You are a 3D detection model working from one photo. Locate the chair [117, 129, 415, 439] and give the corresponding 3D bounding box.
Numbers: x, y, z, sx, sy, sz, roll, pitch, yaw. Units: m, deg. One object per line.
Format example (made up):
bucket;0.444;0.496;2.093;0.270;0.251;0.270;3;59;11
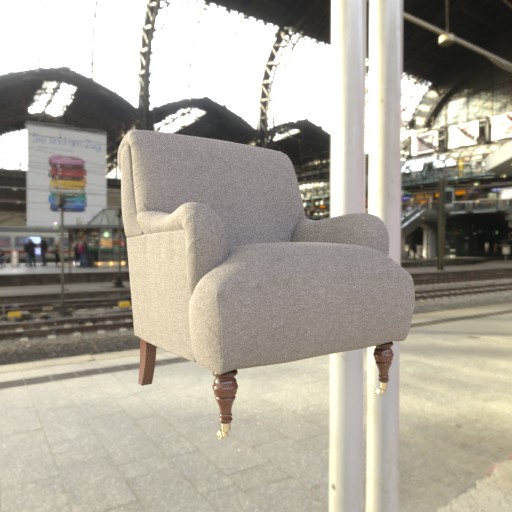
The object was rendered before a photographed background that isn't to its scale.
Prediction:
chair;0.000;0.000;1.565;0.766;0.942;0.843;-1;1;-34
